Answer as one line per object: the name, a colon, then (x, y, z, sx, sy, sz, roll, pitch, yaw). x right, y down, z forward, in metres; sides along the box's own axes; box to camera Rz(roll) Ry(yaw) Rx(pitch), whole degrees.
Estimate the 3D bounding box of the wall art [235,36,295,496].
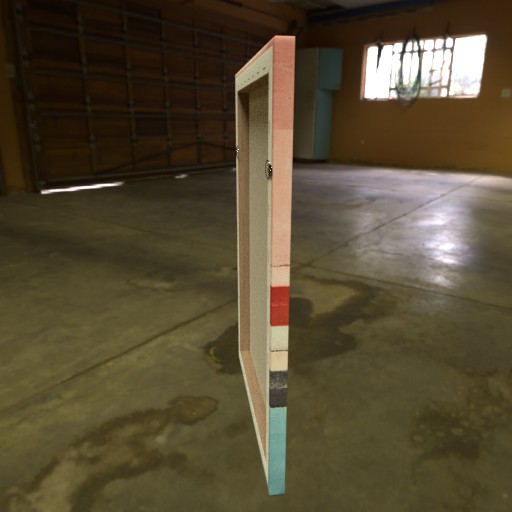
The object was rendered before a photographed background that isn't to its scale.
wall art: (0.000, 0.000, 1.127, 0.038, 0.914, 0.610, -2, 17, -8)
